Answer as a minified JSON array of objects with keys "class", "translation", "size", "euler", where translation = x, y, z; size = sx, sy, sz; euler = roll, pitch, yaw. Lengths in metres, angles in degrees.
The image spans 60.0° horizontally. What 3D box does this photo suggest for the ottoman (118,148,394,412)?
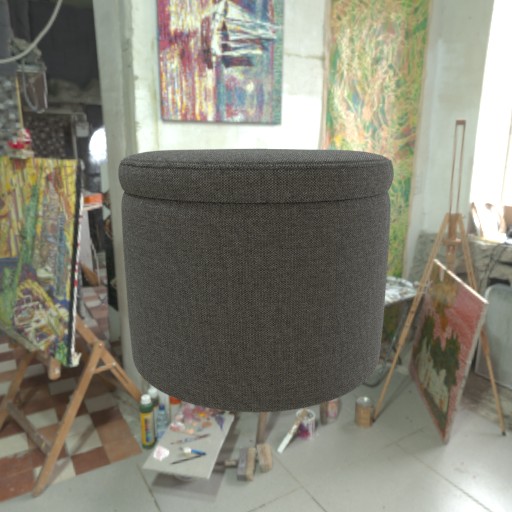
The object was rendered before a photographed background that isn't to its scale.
[{"class":"ottoman","translation":[0.000,0.000,0.912],"size":[0.520,0.430,0.520],"euler":[0,14,0]}]
